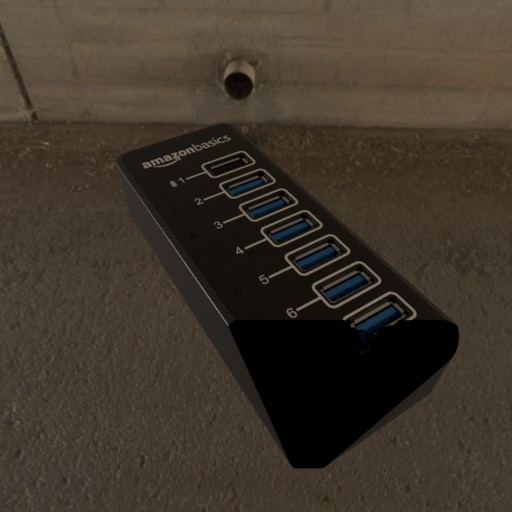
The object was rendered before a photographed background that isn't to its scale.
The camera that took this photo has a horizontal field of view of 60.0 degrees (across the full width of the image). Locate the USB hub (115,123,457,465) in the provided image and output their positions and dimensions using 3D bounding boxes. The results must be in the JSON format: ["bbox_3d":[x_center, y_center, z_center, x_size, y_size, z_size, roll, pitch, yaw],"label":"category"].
[{"bbox_3d":[0.000,0.000,0.129,0.044,0.023,0.110,-24,51,-21],"label":"USB hub"}]
